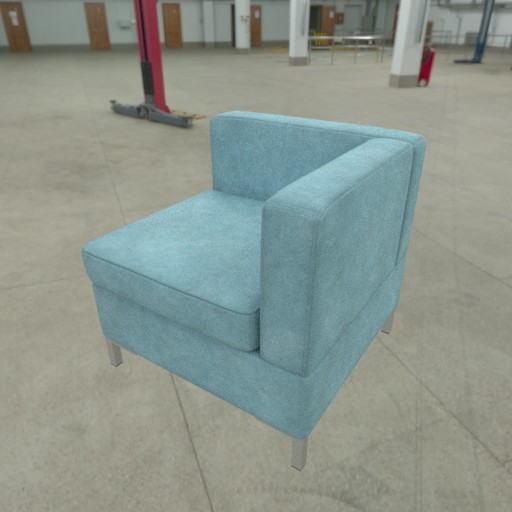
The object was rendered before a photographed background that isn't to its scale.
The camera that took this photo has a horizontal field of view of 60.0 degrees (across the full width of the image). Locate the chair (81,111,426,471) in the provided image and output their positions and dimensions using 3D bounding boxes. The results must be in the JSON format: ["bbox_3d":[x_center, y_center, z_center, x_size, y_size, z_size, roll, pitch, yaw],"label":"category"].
[{"bbox_3d":[0.000,0.000,1.249,0.691,0.660,0.684,18,33,29],"label":"chair"}]
